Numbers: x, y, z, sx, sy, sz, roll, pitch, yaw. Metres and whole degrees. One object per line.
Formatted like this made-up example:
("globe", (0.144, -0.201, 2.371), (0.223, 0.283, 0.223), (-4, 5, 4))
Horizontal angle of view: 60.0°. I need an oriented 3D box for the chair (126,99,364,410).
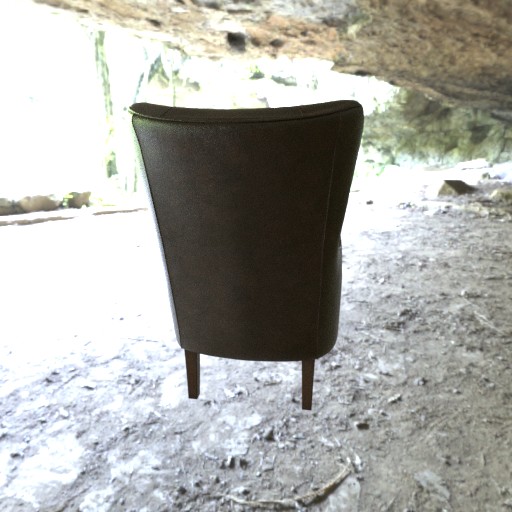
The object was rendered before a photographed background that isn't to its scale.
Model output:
("chair", (0.000, 0.000, 1.639), (0.692, 1.048, 0.914), (2, 15, 9))
